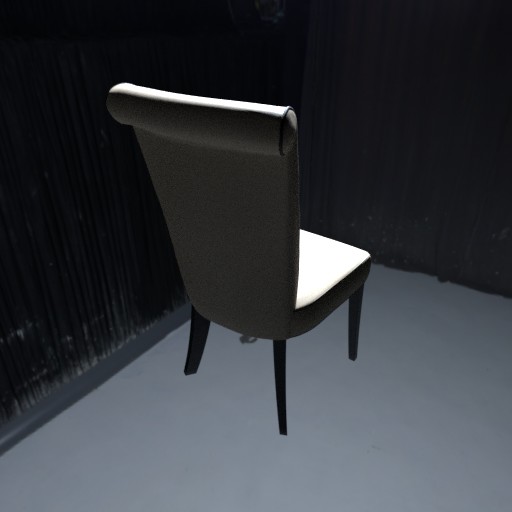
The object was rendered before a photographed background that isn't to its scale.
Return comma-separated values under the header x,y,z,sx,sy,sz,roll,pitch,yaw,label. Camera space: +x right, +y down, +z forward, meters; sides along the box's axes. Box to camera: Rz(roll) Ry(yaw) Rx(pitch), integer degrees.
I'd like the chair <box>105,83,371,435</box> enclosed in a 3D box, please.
x,y,z,sx,sy,sz,roll,pitch,yaw,label
0.000,0.000,1.340,0.522,0.997,0.623,21,35,32,chair
